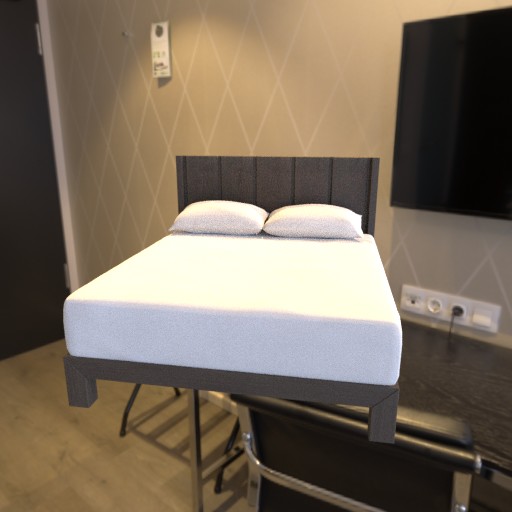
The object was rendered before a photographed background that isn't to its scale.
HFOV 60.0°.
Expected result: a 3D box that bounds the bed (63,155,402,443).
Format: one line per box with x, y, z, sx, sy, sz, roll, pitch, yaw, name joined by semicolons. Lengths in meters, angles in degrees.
0.000;0.000;3.068;1.735;1.261;1.992;3;16;10;bed
